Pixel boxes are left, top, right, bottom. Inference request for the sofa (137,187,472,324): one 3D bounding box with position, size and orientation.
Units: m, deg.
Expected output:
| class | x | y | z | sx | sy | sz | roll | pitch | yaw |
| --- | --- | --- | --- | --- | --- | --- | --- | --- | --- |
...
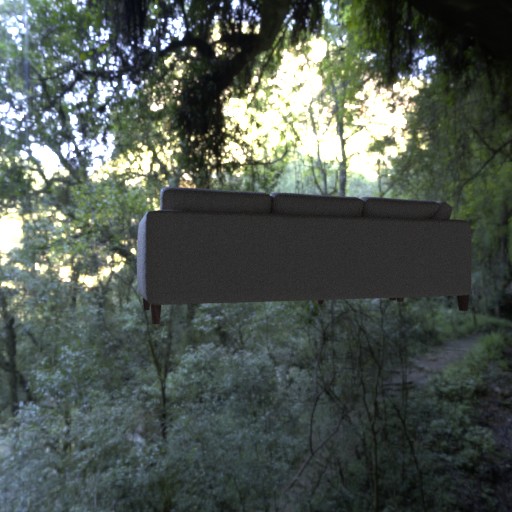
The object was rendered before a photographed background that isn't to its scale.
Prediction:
| class | x | y | z | sx | sy | sz | roll | pitch | yaw |
| --- | --- | --- | --- | --- | --- | --- | --- | --- | --- |
| sofa | 0.000 | 0.000 | 4.717 | 2.551 | 0.889 | 3.403 | 0 | -1 | -18 |
